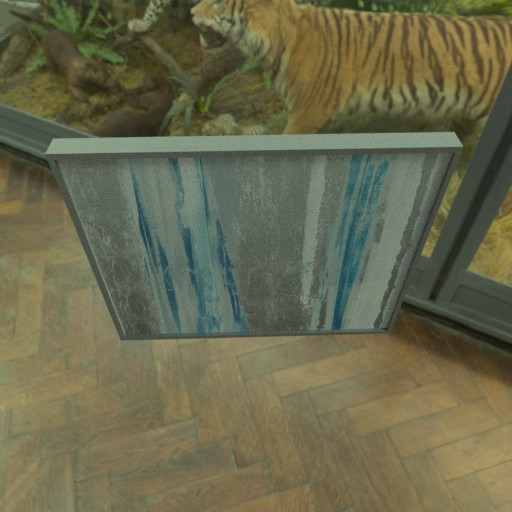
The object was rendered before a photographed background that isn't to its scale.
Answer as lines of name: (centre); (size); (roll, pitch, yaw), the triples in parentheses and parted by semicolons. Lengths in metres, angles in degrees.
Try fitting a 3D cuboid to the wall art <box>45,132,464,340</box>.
wall art: (0.000, 0.000, 0.767); (0.557, 0.450, 0.037); (-1, 47, -1)
